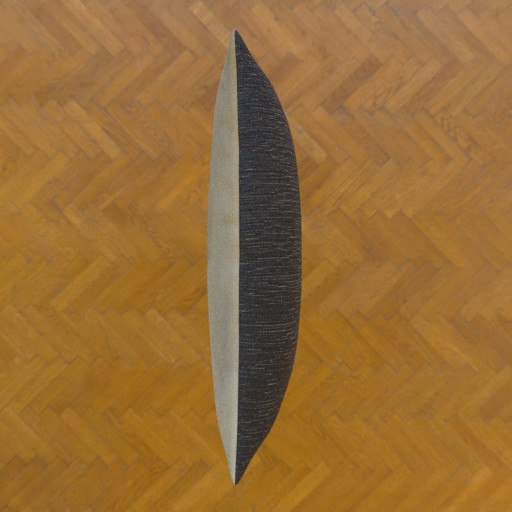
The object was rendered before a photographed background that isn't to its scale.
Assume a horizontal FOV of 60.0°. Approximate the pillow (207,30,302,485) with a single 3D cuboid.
[{"bbox_3d":[0.000,0.000,0.738,0.156,0.305,0.608,0,91,0],"label":"pillow"}]
